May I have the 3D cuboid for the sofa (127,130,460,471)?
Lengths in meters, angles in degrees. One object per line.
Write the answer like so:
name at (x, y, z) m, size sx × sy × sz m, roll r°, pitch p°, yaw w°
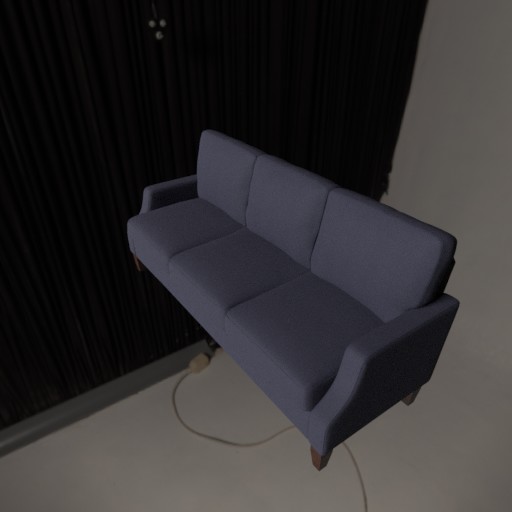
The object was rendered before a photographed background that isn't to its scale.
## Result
sofa at (0.000, 0.000, 2.630) m, size 0.888 × 0.984 × 2.115 m, roll -20°, pitch 37°, yaw -30°
